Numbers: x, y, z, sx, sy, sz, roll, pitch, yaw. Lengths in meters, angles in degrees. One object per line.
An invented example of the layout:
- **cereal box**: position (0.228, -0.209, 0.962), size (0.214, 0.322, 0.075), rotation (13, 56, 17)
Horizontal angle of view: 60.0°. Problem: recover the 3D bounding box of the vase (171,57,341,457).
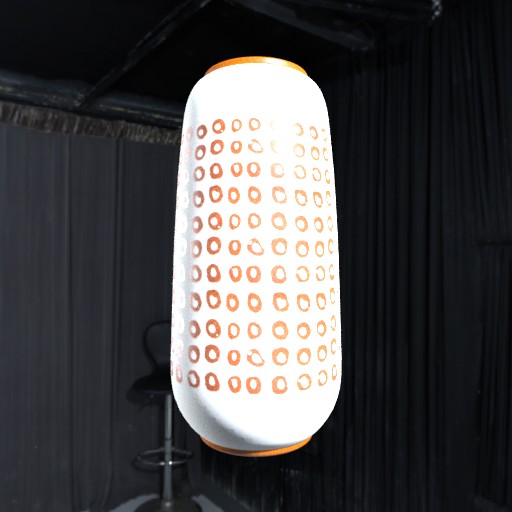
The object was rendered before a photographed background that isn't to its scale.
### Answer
- **vase**: position (0.000, 0.000, 0.353), size (0.133, 0.282, 0.133), rotation (0, 0, 0)
